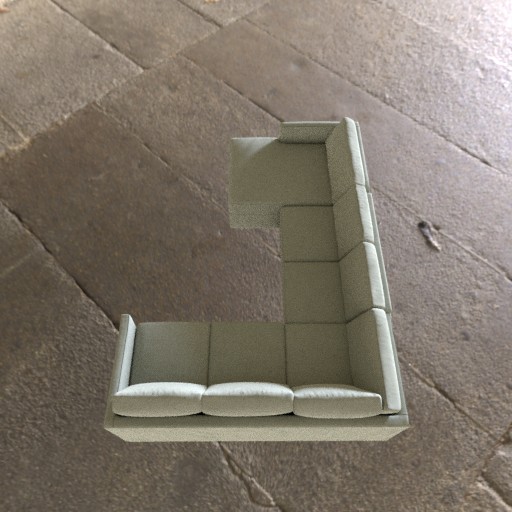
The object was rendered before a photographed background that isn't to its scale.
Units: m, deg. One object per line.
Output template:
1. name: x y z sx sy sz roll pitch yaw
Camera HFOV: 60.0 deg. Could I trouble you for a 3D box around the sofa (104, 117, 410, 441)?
1. sofa: 0.000 0.000 4.560 2.440 0.869 3.434 0 59 0
